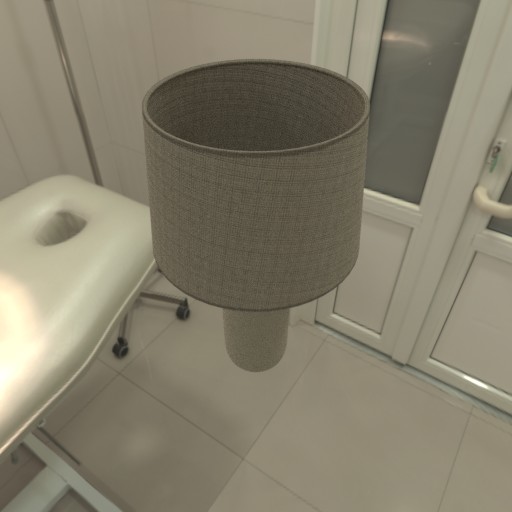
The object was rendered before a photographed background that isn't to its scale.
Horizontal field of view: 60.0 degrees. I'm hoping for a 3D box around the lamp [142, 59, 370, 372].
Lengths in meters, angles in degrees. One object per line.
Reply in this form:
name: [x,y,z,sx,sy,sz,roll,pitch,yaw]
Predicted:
lamp: [0.000,0.000,0.834,0.367,0.609,0.367,0,42,0]
